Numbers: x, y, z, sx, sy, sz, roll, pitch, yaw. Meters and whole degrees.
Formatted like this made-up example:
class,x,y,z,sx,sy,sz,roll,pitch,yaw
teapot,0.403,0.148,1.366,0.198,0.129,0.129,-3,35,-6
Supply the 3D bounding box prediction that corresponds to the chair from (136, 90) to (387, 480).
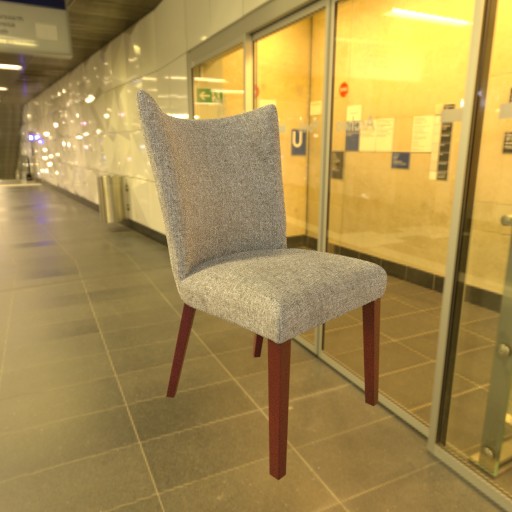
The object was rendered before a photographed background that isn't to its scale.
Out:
class,x,y,z,sx,sy,sz,roll,pitch,yaw
chair,0.000,0.000,1.326,0.623,0.924,0.535,13,19,43
